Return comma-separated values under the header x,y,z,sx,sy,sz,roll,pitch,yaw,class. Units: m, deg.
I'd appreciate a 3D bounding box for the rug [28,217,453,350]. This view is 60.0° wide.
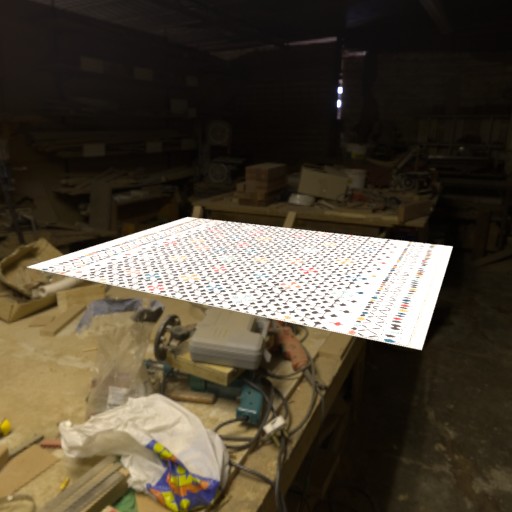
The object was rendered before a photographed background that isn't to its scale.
x,y,z,sx,sy,sz,roll,pitch,yaw,class
0.000,0.000,4.093,3.196,0.007,2.354,8,19,26,rug
